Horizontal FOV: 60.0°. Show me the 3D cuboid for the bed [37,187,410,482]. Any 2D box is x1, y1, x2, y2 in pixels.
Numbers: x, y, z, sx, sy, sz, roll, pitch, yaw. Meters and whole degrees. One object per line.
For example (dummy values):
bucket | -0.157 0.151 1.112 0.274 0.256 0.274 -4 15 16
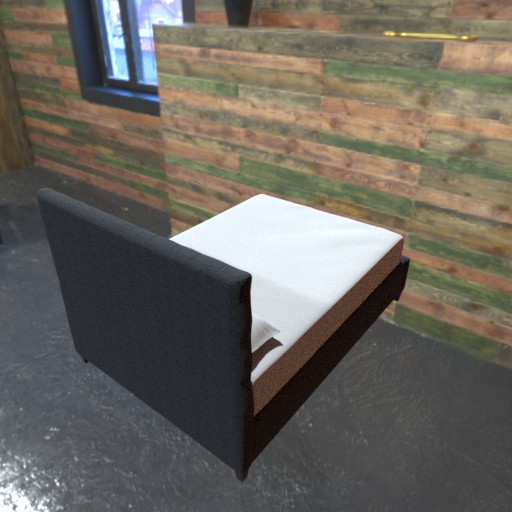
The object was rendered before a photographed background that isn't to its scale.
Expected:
bed | 0.000 0.000 3.472 1.698 1.427 2.387 22 36 32
